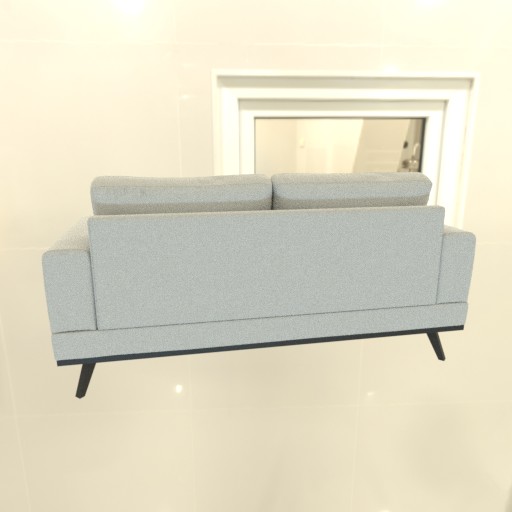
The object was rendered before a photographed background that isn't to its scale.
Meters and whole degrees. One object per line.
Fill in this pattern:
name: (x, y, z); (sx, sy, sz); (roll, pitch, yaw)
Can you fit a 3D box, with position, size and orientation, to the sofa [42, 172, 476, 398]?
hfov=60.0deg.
sofa: (0.000, 0.000, 2.098); (1.650, 0.810, 0.920); (-3, 15, -11)
